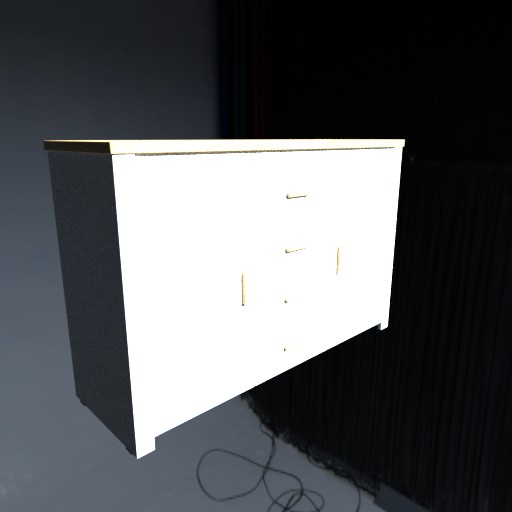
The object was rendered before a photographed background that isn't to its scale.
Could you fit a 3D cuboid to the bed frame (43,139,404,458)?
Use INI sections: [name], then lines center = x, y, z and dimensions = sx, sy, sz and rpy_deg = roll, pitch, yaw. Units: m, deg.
[bed frame]
center = 0.000, 0.000, 1.680
dimensions = 1.300, 0.850, 0.430
rpy_deg = -14, 20, -41
